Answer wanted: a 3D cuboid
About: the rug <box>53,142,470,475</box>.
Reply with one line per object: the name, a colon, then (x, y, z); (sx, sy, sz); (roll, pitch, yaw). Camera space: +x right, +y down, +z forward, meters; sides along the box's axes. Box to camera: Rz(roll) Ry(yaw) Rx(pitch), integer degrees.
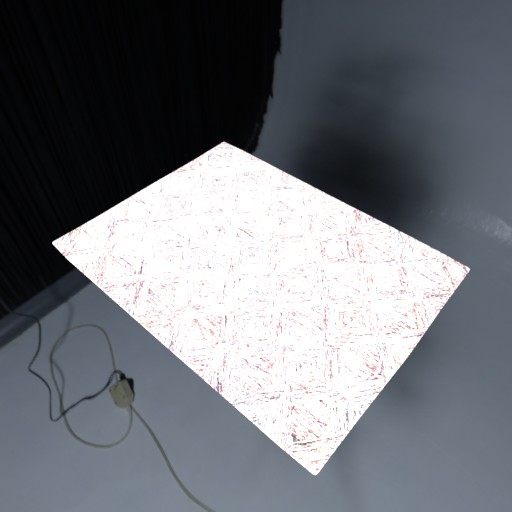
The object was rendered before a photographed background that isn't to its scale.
rug: (0.000, 0.000, 4.226); (3.226, 0.024, 2.436); (33, 55, 27)
